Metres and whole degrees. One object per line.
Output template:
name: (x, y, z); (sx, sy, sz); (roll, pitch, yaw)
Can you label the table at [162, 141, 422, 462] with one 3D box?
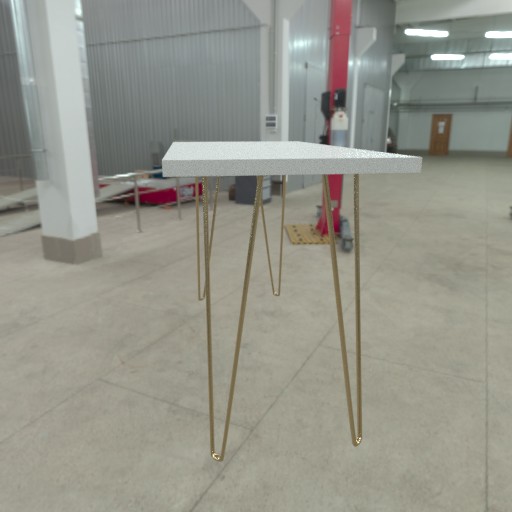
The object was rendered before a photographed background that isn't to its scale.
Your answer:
table: (0.000, 0.000, 1.382); (0.498, 0.660, 0.991); (-2, 16, -8)
